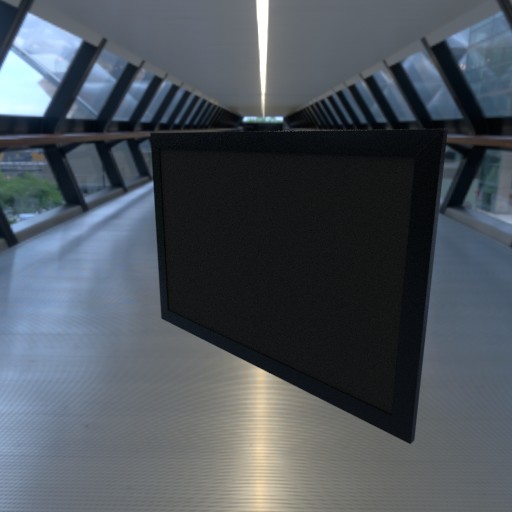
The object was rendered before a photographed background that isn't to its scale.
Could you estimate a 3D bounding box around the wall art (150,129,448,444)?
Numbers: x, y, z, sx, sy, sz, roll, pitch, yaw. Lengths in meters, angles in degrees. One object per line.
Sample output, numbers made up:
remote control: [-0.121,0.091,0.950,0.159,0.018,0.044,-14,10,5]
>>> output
wall art: [0.000,0.000,0.826,0.013,0.447,0.660,-14,21,-43]
